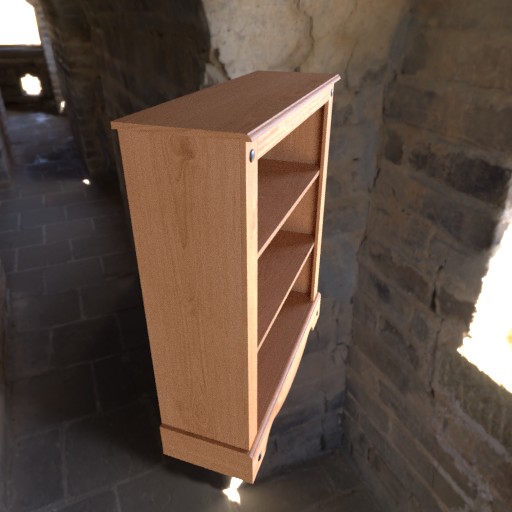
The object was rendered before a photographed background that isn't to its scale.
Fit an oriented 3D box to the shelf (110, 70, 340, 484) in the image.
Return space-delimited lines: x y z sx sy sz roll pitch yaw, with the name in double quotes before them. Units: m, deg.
"shelf" 0.000 0.000 1.392 0.291 0.980 0.840 10 31 17
